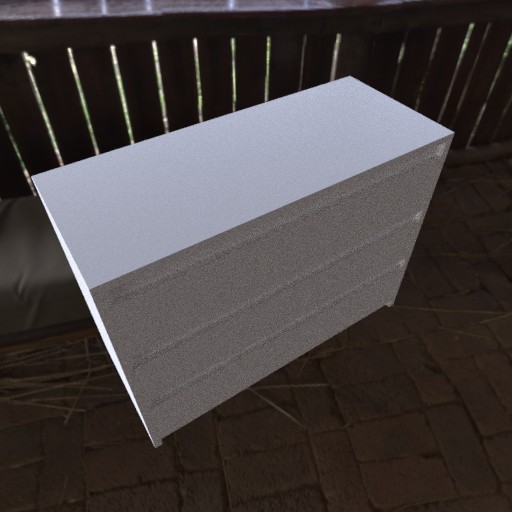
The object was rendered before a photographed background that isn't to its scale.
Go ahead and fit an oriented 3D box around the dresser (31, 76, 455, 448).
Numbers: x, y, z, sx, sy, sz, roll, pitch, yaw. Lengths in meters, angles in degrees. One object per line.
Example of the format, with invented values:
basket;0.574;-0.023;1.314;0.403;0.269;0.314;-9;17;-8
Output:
dresser;0.000;0.000;1.525;1.100;0.820;0.460;-25;51;-22
